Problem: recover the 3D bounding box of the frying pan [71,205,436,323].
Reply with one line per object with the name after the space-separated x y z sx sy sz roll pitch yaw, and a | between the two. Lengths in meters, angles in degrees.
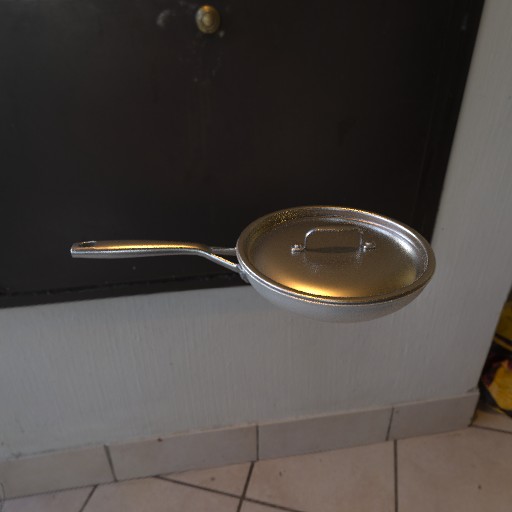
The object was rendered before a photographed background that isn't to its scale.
0.000 0.000 0.620 0.490 0.086 0.272 -2 30 -3 | frying pan
